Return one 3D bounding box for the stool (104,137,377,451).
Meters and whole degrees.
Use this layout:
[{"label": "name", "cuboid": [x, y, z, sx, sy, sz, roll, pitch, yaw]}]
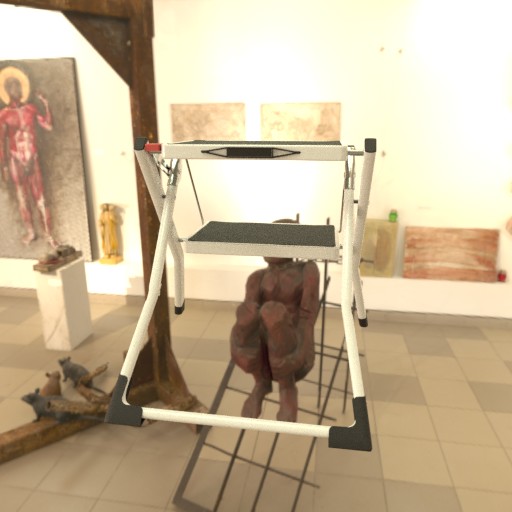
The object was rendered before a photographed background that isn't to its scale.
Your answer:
[{"label": "stool", "cuboid": [0.000, 0.000, 0.856, 0.485, 0.445, 0.490, 3, 17, 9]}]
